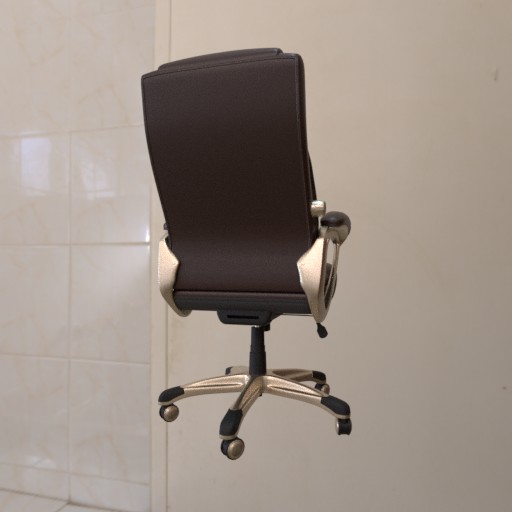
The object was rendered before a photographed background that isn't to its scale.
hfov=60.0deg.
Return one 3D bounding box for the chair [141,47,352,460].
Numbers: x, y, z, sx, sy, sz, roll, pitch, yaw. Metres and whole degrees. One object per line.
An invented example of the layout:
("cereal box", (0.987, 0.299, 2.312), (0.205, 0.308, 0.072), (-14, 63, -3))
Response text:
("chair", (0.000, 0.000, 1.615), (0.692, 1.194, 0.749), (0, -1, 17))
